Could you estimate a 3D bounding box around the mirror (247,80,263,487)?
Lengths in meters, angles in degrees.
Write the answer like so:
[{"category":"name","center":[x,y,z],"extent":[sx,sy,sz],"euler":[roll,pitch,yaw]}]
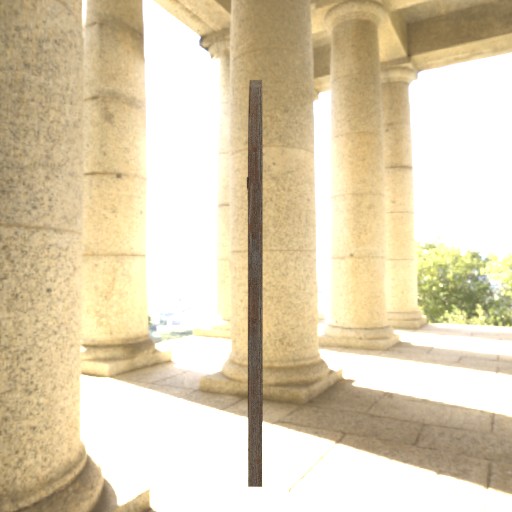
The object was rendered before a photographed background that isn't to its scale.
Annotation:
[{"category":"mirror","center":[0.000,0.000,1.206],"extent":[0.032,0.920,0.660],"euler":[0,-2,0]}]
